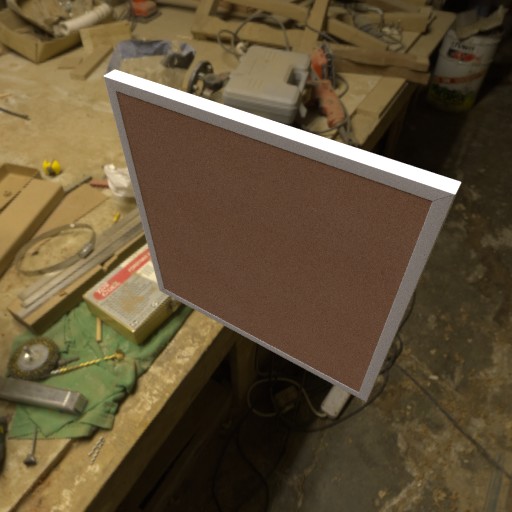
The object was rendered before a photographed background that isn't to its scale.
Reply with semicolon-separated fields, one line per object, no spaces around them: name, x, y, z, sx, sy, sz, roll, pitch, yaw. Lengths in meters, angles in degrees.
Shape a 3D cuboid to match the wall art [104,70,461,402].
wall art;0.000;0.000;1.123;0.760;0.760;0.036;25;52;21
